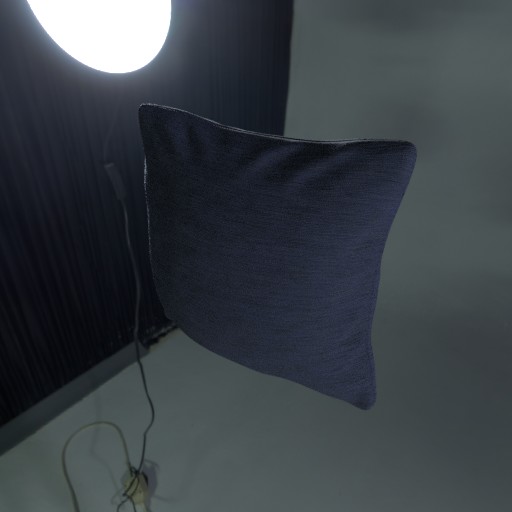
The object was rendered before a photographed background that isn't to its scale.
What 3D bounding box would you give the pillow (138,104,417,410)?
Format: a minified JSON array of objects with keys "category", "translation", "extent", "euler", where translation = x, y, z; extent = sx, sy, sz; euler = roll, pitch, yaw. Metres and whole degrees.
[{"category":"pillow","translation":[0.000,0.000,0.684],"extent":[0.432,0.414,0.246],"euler":[18,34,29]}]
